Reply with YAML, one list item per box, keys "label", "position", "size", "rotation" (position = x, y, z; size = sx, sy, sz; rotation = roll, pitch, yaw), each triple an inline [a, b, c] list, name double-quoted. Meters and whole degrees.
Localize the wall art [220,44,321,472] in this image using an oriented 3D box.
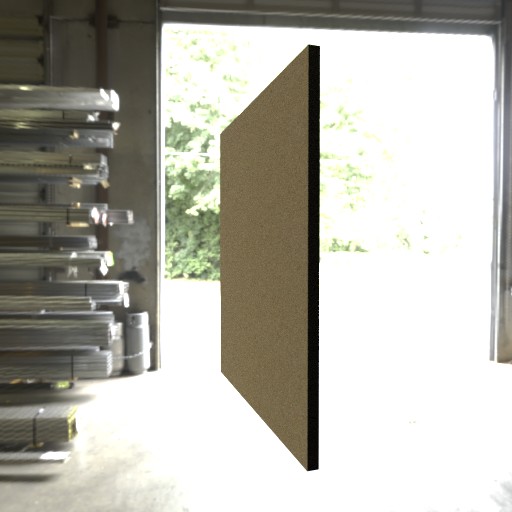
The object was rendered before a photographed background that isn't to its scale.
- label: "wall art"
  position: [0.000, 0.000, 1.256]
  size: [0.028, 0.863, 0.755]
  rotation: [0, 1, -18]
